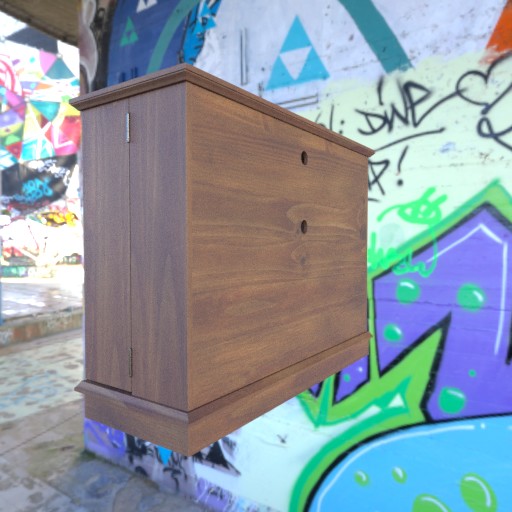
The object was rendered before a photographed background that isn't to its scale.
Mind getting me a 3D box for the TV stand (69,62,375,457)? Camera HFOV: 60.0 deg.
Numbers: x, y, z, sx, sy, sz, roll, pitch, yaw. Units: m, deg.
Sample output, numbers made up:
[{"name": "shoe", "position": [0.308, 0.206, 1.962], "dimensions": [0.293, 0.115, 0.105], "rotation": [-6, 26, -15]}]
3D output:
[{"name": "TV stand", "position": [0.000, 0.000, 1.452], "dimensions": [0.406, 0.813, 1.067], "rotation": [1, 2, 35]}]
